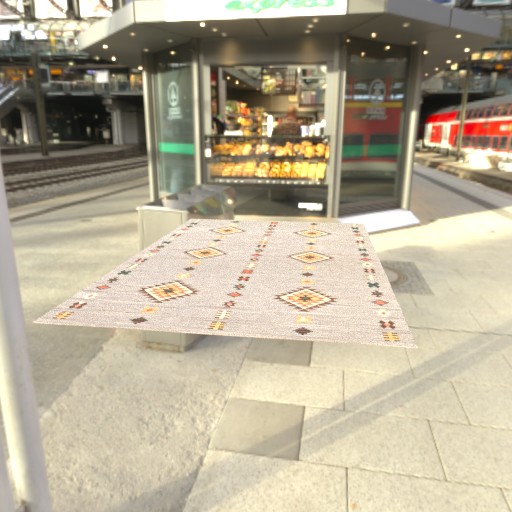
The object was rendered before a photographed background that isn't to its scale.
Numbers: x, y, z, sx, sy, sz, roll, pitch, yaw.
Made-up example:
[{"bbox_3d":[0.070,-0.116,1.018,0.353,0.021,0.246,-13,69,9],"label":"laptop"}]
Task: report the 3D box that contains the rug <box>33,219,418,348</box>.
[{"bbox_3d":[0.000,0.000,2.237,1.217,0.005,1.818,2,16,8],"label":"rug"}]
